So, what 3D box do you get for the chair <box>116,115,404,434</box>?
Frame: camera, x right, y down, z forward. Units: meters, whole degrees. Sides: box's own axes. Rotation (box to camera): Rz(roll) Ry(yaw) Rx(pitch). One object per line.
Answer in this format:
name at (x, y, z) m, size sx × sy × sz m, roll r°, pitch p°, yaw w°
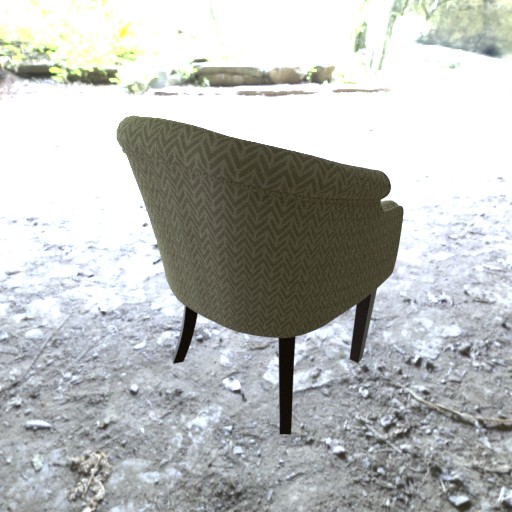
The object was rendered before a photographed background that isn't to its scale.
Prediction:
chair at (0.000, 0.000, 1.286) m, size 0.686 × 0.858 × 0.613 m, roll 22°, pitch 36°, yaw 33°
